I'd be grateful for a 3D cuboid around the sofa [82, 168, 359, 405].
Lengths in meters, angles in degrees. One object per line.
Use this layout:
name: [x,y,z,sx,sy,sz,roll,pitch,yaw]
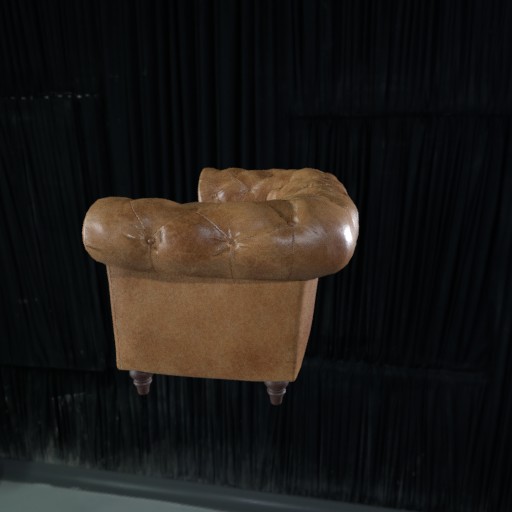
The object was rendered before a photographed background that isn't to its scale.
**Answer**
sofa: [0.000,0.000,2.500,1.042,0.877,1.979,2,15,7]
